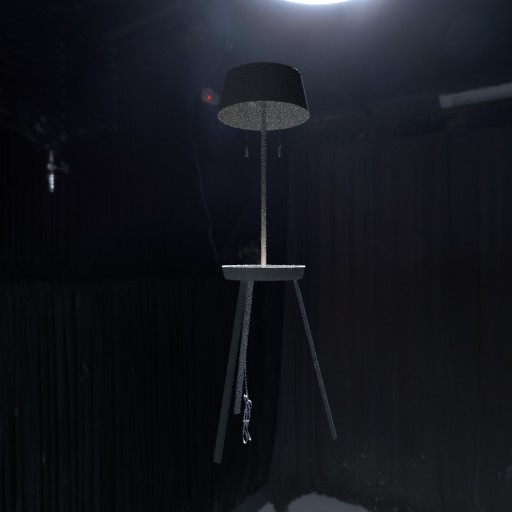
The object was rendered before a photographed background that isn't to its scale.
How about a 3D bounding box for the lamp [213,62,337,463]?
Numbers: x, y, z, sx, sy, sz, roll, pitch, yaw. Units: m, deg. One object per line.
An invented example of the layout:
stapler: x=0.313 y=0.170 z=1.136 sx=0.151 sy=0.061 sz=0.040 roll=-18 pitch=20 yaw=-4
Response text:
lamp: x=0.000 y=0.000 z=1.717 sx=0.508 sy=1.429 sz=0.468 roll=0 pitch=0 yaw=35
